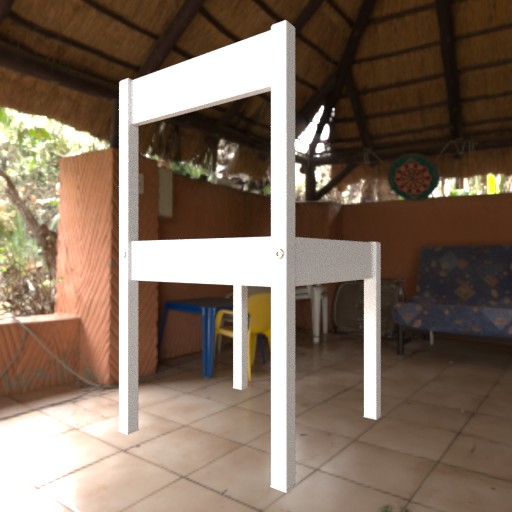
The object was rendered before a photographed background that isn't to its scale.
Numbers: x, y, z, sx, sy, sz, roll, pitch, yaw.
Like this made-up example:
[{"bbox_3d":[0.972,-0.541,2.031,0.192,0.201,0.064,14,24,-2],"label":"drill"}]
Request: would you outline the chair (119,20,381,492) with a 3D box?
[{"bbox_3d":[0.000,0.000,0.669,0.285,0.505,0.285,0,0,36],"label":"chair"}]
